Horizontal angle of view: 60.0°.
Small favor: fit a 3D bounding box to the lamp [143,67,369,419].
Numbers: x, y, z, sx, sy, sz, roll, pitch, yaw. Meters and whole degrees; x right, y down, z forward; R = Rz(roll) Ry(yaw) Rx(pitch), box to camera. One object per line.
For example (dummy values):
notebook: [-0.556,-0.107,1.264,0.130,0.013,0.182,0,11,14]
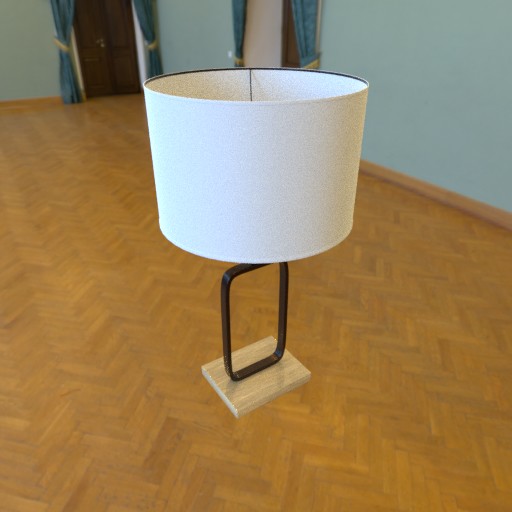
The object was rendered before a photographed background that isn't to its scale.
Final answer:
lamp: [0.000,0.000,0.684,0.279,0.508,0.279,-18,34,-29]
